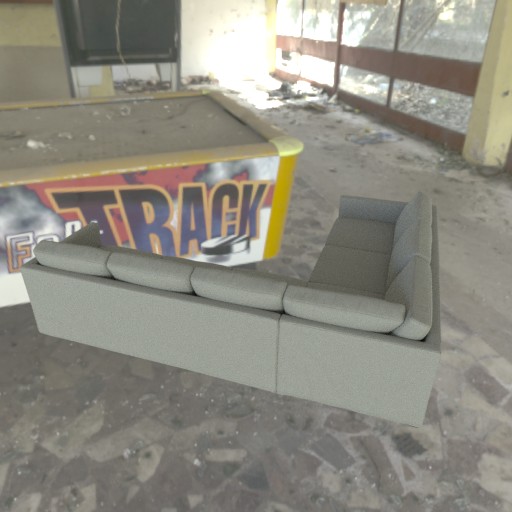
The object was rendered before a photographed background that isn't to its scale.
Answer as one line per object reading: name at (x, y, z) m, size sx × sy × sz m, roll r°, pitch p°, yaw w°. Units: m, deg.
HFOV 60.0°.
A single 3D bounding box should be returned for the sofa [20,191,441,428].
sofa at (0.000, 0.000, 4.200) m, size 3.182 × 0.871 × 2.432 m, roll 9°, pitch 30°, yaw 16°
